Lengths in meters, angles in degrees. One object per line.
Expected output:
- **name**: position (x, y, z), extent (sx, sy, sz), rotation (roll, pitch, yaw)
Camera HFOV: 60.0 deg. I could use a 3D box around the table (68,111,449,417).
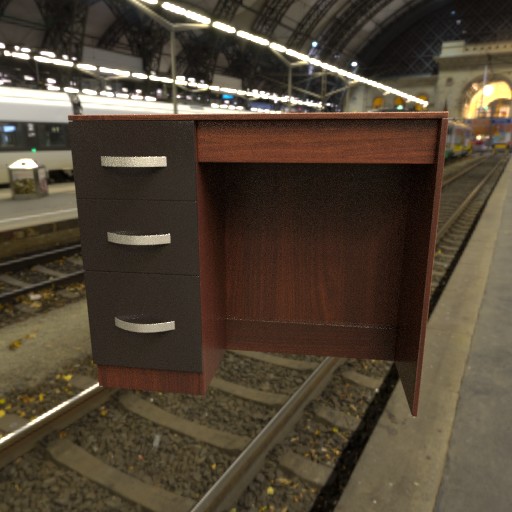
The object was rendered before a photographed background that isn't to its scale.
- **table**: position (0.000, 0.000, 1.315), extent (0.930, 0.790, 0.380), rotation (2, 15, 8)
